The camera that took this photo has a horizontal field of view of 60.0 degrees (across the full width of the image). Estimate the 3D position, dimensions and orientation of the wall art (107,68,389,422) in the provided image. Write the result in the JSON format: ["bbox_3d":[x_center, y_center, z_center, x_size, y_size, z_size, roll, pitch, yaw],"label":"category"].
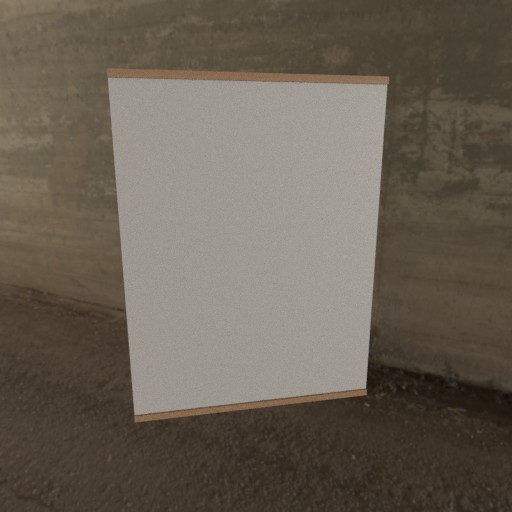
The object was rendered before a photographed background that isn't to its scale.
[{"bbox_3d":[0.000,0.000,0.791,0.459,0.608,0.012,-3,15,-11],"label":"wall art"}]
